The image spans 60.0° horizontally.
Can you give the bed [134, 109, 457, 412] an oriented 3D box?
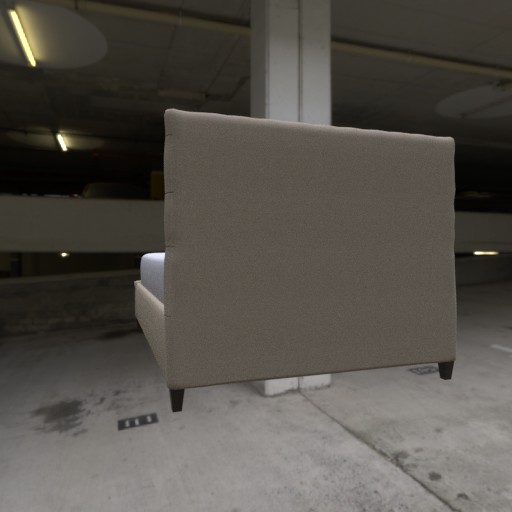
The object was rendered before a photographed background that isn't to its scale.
[{"bbox_3d":[0.000,0.000,3.436,1.698,1.427,2.387,0,1,-19],"label":"bed"}]
